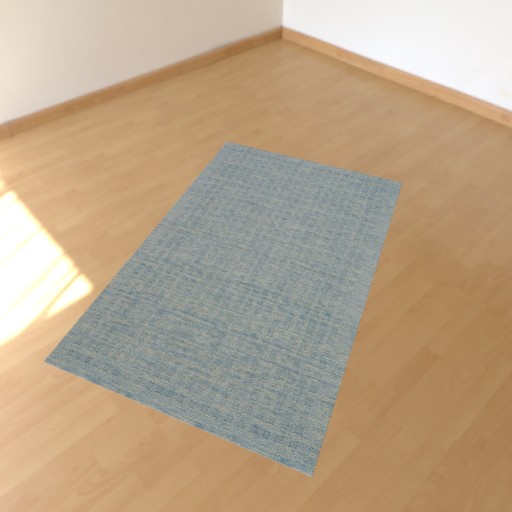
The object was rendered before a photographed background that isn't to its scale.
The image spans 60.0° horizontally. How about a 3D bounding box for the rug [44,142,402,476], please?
[{"bbox_3d":[0.000,0.000,2.208,1.142,0.006,1.752,17,49,15],"label":"rug"}]
